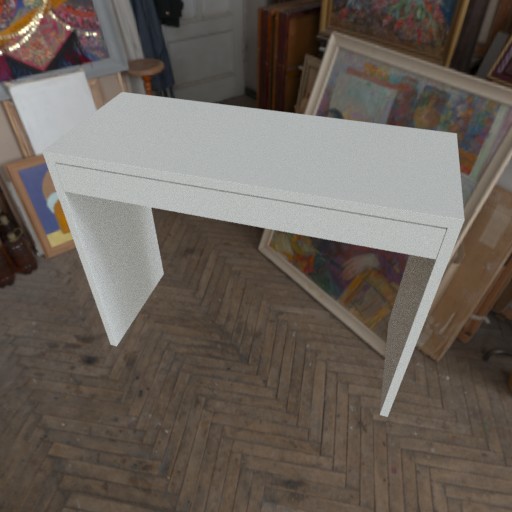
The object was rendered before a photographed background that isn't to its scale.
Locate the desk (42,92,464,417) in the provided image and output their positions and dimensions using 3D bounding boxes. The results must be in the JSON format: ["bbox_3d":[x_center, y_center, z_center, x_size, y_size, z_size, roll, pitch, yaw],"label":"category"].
[{"bbox_3d":[0.000,0.000,1.410,1.000,0.790,0.400,11,43,12],"label":"desk"}]
